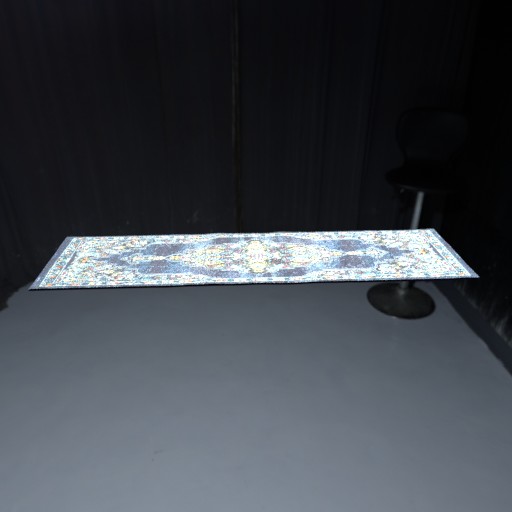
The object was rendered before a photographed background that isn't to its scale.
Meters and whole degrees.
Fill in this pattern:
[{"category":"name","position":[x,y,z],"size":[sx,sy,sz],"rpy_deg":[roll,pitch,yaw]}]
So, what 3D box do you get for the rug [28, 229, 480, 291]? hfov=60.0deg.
[{"category":"rug","position":[0.000,0.000,2.489],"size":[2.283,0.016,0.602],"rpy_deg":[-1,28,-3]}]
